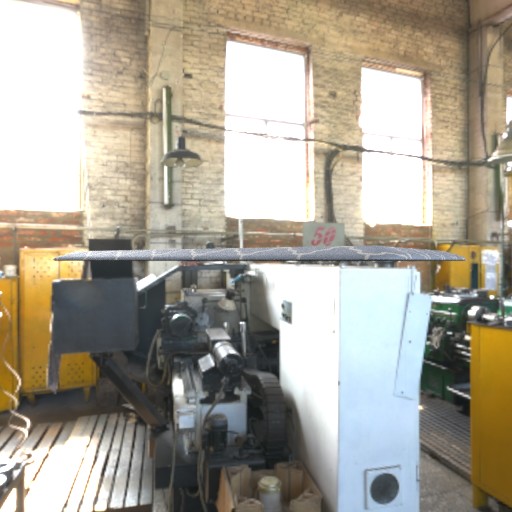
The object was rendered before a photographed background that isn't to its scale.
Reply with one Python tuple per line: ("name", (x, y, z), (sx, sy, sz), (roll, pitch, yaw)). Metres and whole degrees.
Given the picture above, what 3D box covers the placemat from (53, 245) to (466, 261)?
("placemat", (0.000, 0.000, 0.959), (0.762, 0.021, 0.508), (0, -1, 35))
